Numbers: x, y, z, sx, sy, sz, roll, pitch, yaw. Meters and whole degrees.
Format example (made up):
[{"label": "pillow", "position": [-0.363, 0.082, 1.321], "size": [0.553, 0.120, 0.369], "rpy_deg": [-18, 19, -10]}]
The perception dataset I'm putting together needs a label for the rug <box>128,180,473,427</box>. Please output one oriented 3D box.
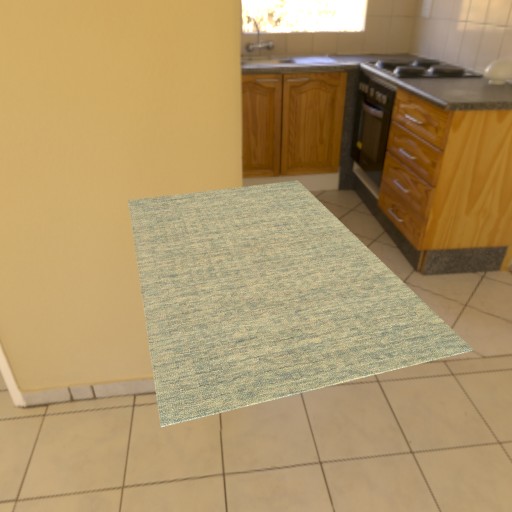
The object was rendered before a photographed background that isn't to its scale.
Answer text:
[{"label": "rug", "position": [0.000, 0.000, 2.211], "size": [1.142, 0.006, 1.752], "rpy_deg": [-9, 32, -14]}]
